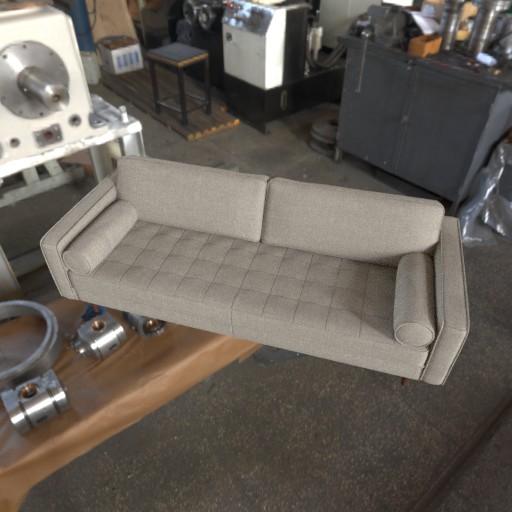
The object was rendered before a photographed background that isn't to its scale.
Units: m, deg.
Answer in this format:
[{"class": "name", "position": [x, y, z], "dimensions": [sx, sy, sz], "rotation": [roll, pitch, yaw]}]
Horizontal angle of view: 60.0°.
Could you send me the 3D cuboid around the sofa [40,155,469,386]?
[{"class": "sofa", "position": [0.000, 0.000, 2.585], "dimensions": [2.211, 0.762, 0.914], "rotation": [11, 42, 12]}]
